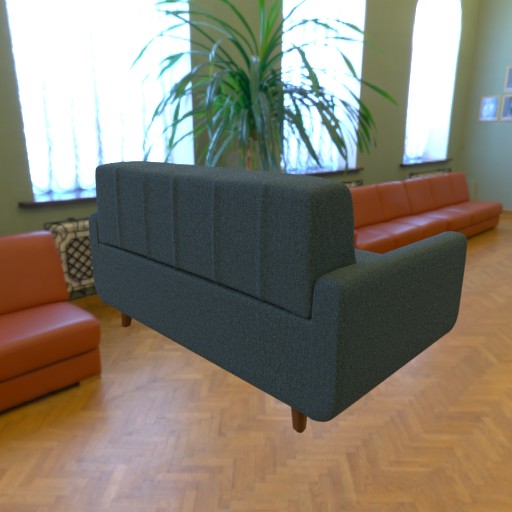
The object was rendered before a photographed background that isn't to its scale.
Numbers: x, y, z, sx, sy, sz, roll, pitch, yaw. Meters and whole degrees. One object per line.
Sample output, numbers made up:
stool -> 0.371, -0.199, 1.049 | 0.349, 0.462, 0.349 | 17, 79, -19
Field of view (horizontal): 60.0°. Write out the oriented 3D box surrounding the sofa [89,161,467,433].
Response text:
sofa -> 0.000, 0.000, 2.173 | 0.942, 0.896, 1.651 | -15, 22, -43
